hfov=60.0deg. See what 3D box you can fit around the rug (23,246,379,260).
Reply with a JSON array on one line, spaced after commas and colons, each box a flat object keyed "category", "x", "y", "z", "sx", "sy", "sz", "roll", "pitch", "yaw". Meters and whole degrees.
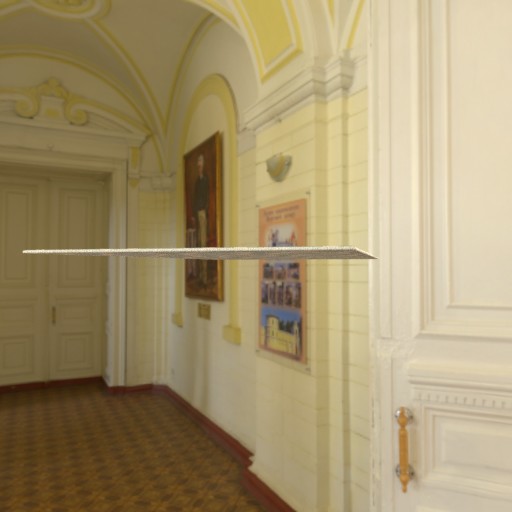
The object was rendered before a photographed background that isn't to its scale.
[{"category": "rug", "x": 0.000, "y": 0.000, "z": 3.011, "sx": 1.528, "sy": 0.015, "sz": 2.443, "roll": 0, "pitch": -1, "yaw": 17}]
